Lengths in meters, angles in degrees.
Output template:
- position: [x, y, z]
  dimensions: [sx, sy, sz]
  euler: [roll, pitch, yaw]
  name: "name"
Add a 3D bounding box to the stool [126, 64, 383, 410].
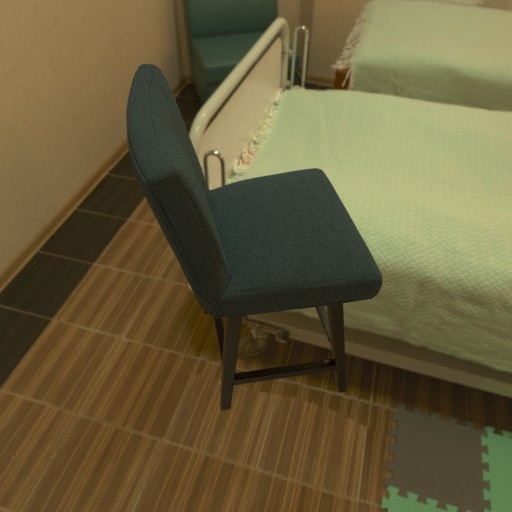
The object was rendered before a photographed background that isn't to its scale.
- position: [0.000, 0.000, 1.331]
  dimensions: [0.574, 1.000, 0.514]
  euler: [-9, 46, -9]
  name: "stool"
